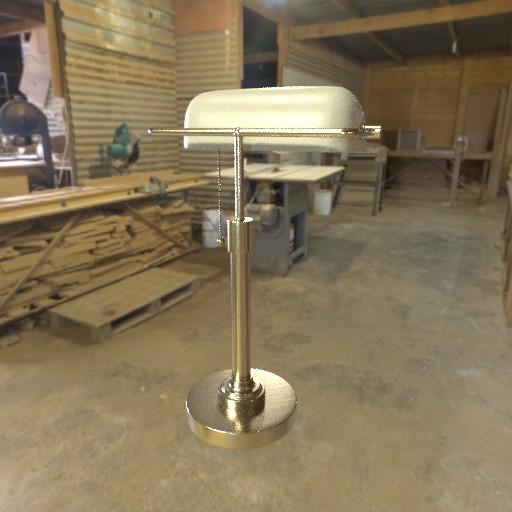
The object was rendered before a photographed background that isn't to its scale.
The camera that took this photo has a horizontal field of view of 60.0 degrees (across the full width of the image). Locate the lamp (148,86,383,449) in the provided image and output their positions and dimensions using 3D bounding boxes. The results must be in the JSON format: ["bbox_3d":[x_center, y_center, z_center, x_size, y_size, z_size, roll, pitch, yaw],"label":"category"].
[{"bbox_3d":[0.000,0.000,0.561,0.269,0.404,0.227,8,18,25],"label":"lamp"}]
